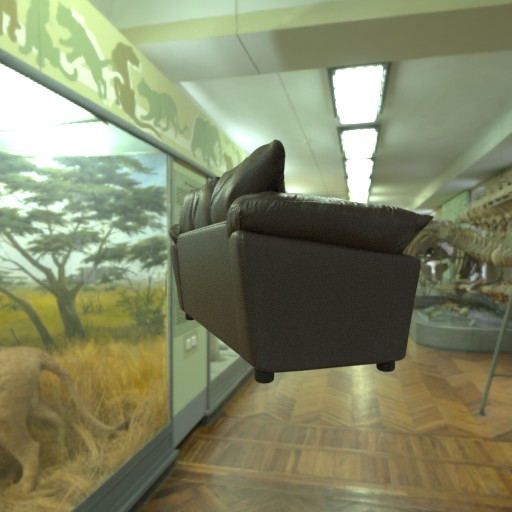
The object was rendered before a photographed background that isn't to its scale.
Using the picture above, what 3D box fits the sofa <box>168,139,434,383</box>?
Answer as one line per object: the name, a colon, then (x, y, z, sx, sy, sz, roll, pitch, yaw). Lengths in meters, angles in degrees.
sofa: (0.000, 0.000, 2.939, 0.907, 1.091, 2.390, 0, 0, -18)
